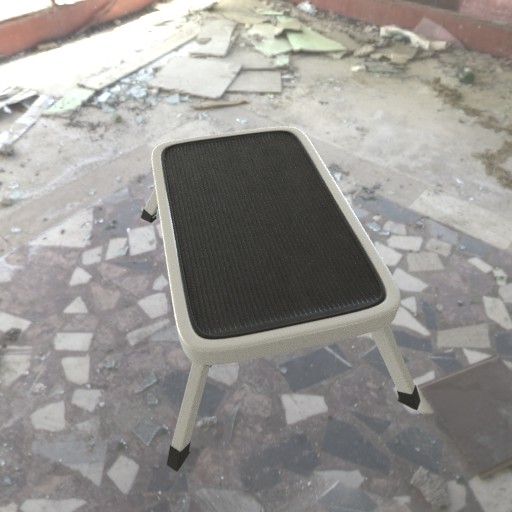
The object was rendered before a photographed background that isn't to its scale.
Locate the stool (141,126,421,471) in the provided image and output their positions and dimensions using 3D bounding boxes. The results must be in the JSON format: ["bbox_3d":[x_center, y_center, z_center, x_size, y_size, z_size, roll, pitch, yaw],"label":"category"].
[{"bbox_3d":[0.000,0.000,0.622,0.320,0.170,0.460,-10,47,-10],"label":"stool"}]
